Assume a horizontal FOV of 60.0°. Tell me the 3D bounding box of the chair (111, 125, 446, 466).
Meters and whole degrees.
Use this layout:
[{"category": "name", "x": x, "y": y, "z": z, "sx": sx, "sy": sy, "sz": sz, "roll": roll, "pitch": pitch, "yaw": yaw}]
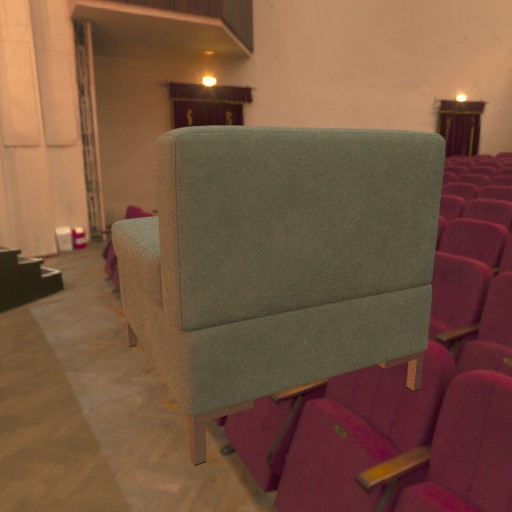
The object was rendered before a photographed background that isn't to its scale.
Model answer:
[{"category": "chair", "x": 0.000, "y": 0.000, "z": 1.219, "sx": 0.680, "sy": 0.660, "sz": 0.680, "roll": -7, "pitch": 15, "yaw": -27}]
